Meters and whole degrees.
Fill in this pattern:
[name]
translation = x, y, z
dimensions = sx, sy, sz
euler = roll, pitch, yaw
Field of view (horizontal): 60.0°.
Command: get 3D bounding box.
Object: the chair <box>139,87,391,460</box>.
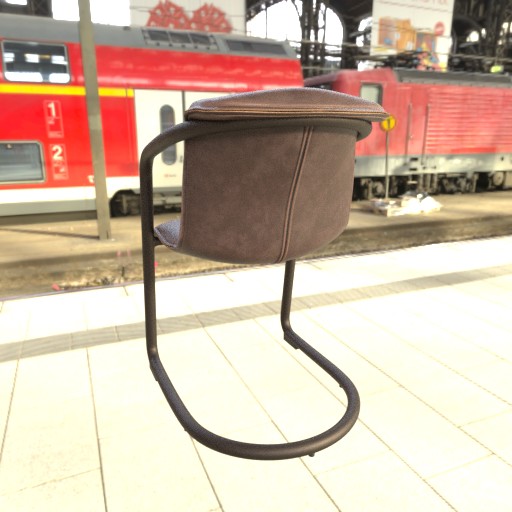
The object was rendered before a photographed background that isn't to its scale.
[chair]
translation = 0.000, 0.000, 1.230
dimensions = 0.536, 0.836, 0.664
euler = -7, 17, -24
